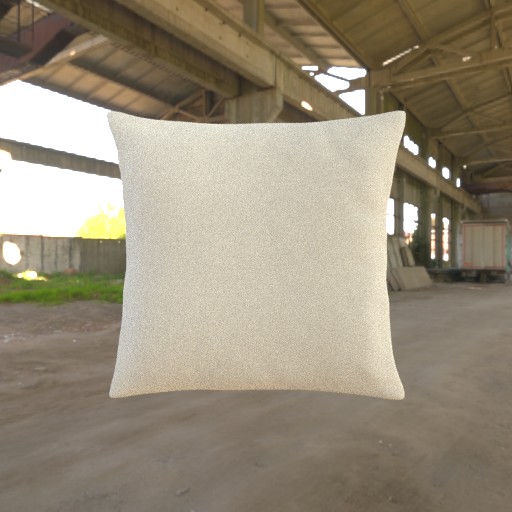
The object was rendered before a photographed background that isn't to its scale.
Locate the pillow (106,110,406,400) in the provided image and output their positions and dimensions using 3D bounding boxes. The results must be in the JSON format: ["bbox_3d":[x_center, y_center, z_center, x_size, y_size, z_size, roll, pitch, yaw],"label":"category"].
[{"bbox_3d":[0.000,0.000,0.783,0.525,0.508,0.166,0,0,1],"label":"pillow"}]
